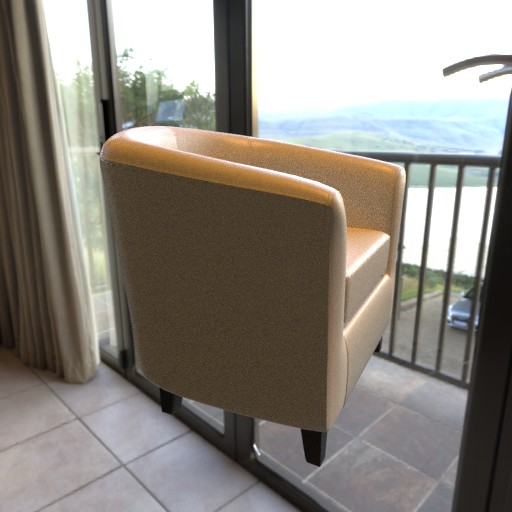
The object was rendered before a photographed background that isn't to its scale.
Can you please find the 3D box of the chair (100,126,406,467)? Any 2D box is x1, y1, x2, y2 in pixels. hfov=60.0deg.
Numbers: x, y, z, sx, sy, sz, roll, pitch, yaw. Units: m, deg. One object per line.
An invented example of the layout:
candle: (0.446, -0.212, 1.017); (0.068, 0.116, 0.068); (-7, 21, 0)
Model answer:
chair: (0.000, 0.000, 1.336); (0.727, 0.756, 0.792); (8, 17, 26)
